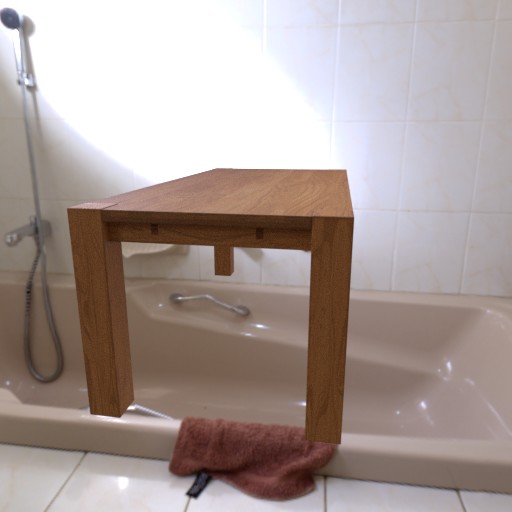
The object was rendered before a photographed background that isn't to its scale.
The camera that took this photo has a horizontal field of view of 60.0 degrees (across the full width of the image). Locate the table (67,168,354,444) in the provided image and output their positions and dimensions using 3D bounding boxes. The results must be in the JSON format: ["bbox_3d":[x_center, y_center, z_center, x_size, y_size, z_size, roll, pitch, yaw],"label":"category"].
[{"bbox_3d":[0.000,0.000,2.292,0.900,0.760,1.800,3,16,10],"label":"table"}]
